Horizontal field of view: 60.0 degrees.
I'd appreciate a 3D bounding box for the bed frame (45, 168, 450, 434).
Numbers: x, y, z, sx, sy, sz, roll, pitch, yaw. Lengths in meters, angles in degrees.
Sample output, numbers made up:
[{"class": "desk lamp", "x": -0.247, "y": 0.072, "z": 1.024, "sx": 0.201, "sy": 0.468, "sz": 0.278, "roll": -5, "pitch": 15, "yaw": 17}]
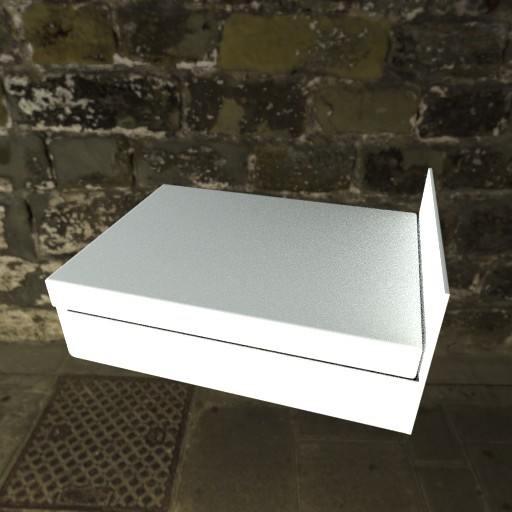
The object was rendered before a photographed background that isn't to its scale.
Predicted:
[{"class": "bed frame", "x": 0.000, "y": 0.000, "z": 2.648, "sx": 1.900, "sy": 0.800, "sz": 1.400, "roll": 9, "pitch": 32, "yaw": 14}]
